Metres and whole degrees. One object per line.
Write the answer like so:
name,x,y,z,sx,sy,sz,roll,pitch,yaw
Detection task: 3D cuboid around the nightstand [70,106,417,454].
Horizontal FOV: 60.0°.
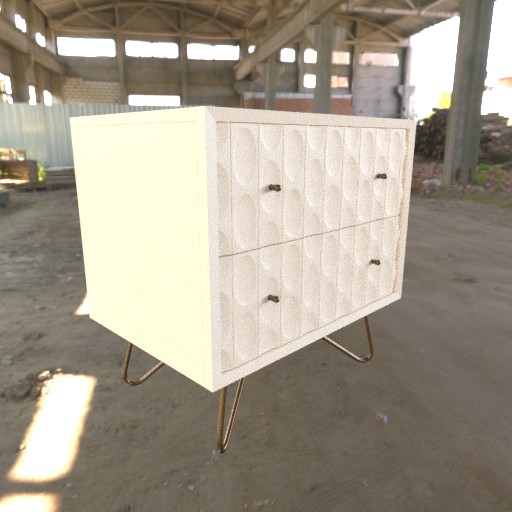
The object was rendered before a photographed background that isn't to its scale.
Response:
nightstand,0.000,0.000,1.021,0.614,0.604,0.447,-14,20,-43
